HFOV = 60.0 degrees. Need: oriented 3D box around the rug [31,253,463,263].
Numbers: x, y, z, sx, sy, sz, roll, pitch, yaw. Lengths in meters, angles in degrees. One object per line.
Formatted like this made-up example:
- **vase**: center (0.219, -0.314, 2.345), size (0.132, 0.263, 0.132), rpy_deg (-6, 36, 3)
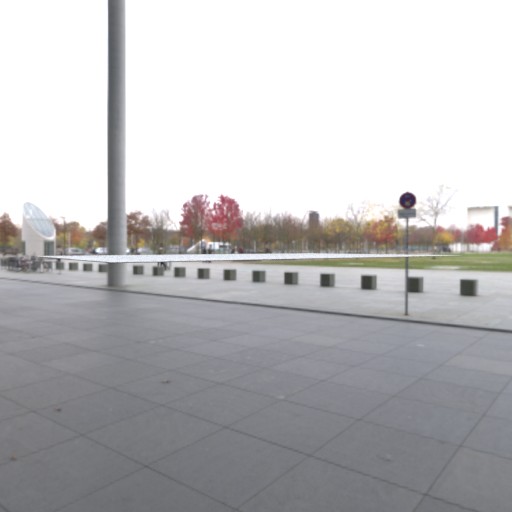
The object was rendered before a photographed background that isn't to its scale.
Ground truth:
- **rug**: center (0.000, 0.000, 2.948), size (2.439, 0.005, 1.524), rpy_deg (-1, 1, -37)
